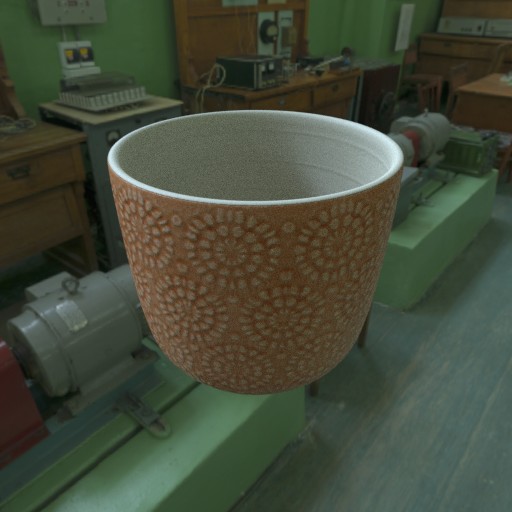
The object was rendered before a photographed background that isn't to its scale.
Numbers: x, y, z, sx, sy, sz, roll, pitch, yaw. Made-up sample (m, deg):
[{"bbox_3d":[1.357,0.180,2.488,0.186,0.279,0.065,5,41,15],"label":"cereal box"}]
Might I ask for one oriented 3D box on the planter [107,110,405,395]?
[{"bbox_3d":[0.000,0.000,0.370,0.208,0.190,0.208,0,31,0],"label":"planter"}]
